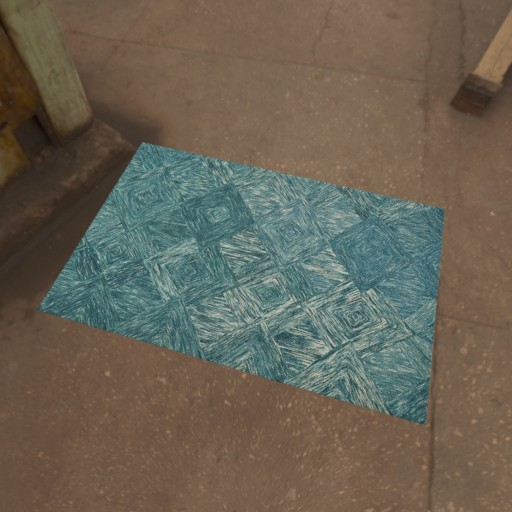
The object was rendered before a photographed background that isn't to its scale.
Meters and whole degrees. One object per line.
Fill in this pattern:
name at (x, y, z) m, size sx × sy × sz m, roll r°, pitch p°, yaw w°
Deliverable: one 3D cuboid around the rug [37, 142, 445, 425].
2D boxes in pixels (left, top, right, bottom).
rug at (0.000, 0.000, 2.852) m, size 2.277 × 0.015 × 1.490 m, roll 14°, pitch 58°, yaw 9°
